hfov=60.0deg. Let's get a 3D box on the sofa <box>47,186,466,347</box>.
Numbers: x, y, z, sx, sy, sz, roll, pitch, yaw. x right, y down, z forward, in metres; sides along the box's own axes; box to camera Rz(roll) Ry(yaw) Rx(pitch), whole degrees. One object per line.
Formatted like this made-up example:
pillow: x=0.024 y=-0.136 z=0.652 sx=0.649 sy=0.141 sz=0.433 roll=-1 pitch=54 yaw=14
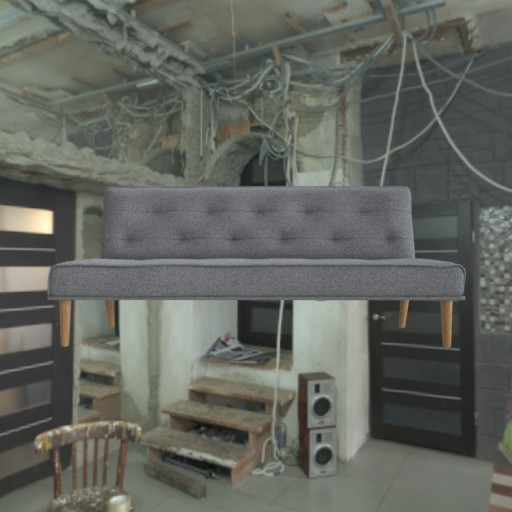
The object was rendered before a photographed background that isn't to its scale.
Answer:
sofa: x=0.000 y=0.000 z=2.304 sx=1.820 sy=0.830 sz=0.810 roll=0 pitch=-1 yaw=1
